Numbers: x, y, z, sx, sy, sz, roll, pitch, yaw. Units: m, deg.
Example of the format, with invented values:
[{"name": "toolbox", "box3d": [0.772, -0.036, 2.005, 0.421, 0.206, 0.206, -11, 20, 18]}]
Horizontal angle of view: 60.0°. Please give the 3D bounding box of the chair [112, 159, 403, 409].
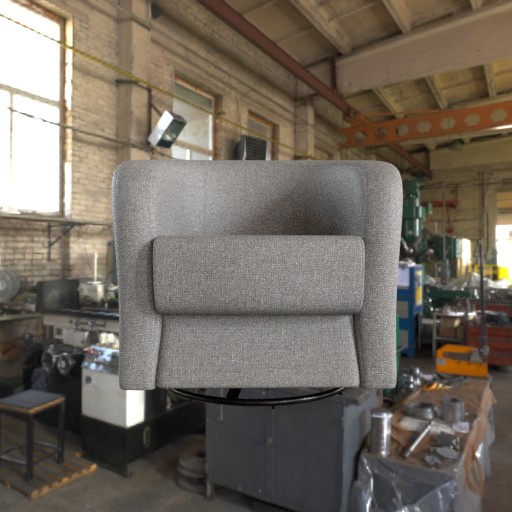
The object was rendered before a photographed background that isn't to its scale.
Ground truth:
[{"name": "chair", "box3d": [0.000, 0.000, 1.438, 0.791, 0.771, 0.815, 0, -1, -1]}]
